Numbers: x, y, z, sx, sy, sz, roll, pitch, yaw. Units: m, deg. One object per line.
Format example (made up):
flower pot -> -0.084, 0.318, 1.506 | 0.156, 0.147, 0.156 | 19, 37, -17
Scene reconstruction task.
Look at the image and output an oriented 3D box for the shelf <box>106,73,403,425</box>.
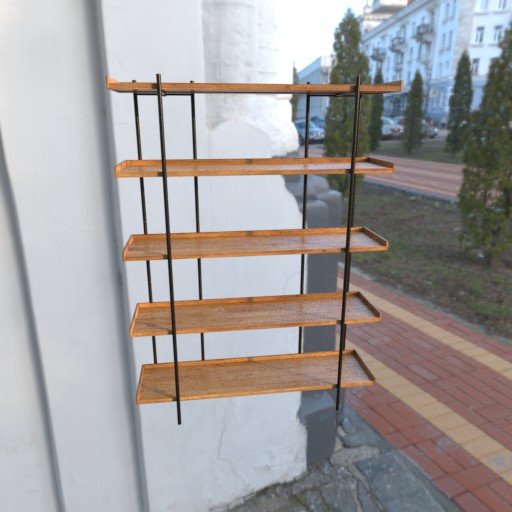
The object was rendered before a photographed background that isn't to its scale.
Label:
shelf -> 0.000, 0.000, 2.450 | 1.371, 1.826, 0.379 | -2, 17, -8
